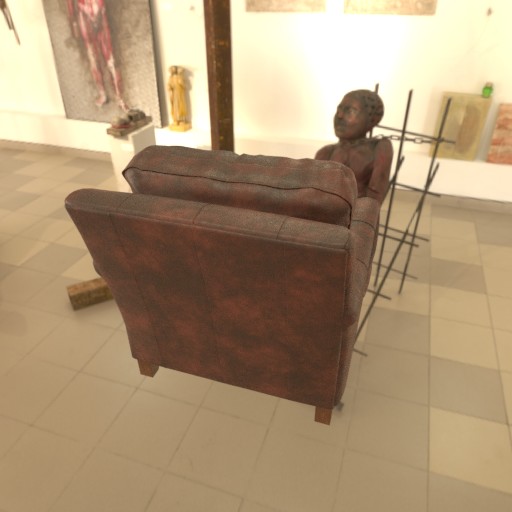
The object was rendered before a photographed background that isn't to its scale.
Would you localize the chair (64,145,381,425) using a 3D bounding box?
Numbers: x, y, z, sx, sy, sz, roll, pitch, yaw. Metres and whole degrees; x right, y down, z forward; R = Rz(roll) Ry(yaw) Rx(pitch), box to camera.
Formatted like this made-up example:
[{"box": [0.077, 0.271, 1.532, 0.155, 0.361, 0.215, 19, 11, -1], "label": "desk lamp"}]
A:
[{"box": [0.000, 0.000, 1.945, 0.987, 1.051, 1.156, 10, 34, 15], "label": "chair"}]
